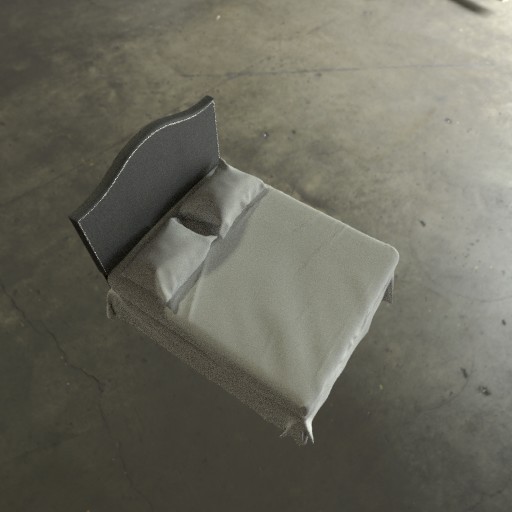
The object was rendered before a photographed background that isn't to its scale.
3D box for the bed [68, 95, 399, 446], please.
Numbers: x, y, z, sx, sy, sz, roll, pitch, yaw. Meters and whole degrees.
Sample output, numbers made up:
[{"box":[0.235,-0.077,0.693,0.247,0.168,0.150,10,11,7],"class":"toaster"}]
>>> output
[{"box":[0.000,0.000,3.633,2.221,1.645,1.876,30,62,18],"class":"bed"}]
